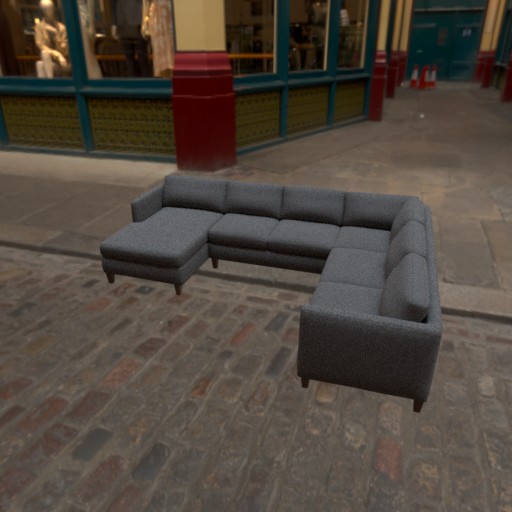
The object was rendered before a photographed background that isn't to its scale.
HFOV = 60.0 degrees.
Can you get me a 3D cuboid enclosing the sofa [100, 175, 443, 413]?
[{"bbox_3d":[0.000,0.000,4.346,3.238,0.853,2.551,8,27,16],"label":"sofa"}]
